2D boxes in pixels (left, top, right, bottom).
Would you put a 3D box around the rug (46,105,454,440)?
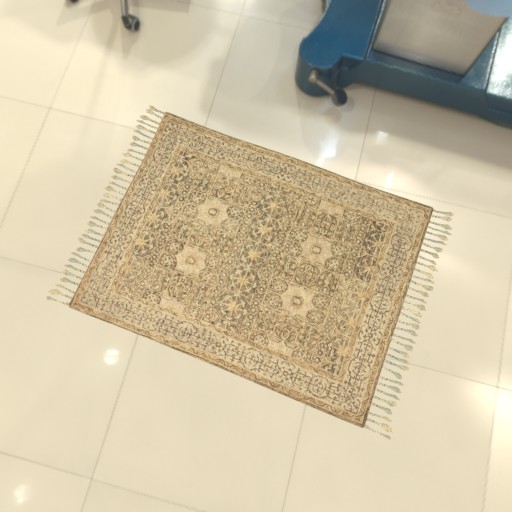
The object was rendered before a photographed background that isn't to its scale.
[{"bbox_3d":[0.000,0.000,3.082,2.465,0.023,1.619,21,77,5],"label":"rug"}]
